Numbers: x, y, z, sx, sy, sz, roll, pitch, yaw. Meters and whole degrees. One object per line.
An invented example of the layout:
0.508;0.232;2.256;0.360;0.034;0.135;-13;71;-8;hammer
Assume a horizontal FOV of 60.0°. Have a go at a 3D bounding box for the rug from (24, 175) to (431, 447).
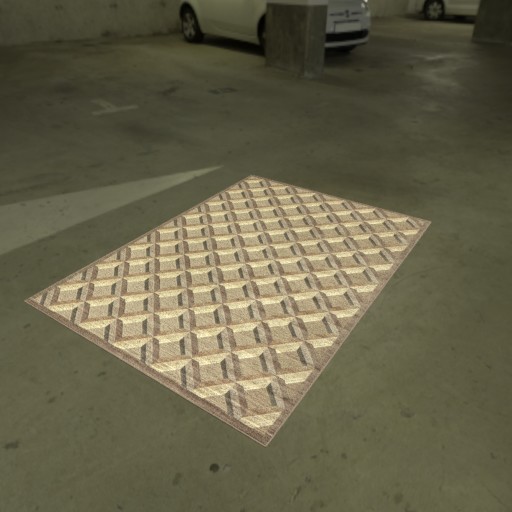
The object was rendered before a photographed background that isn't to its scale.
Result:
0.000;0.000;4.226;2.382;0.018;3.294;20;37;28;rug
